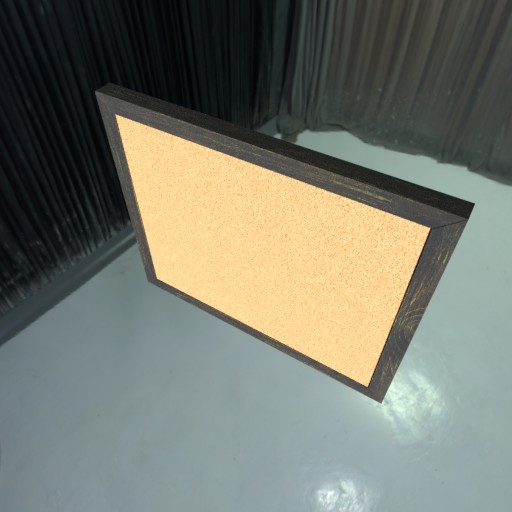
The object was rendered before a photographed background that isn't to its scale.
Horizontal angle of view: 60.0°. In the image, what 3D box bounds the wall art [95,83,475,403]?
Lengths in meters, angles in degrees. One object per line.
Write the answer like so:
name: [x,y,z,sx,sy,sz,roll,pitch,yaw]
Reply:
wall art: [0.000,0.000,0.755,0.558,0.457,0.032,24,52,21]
